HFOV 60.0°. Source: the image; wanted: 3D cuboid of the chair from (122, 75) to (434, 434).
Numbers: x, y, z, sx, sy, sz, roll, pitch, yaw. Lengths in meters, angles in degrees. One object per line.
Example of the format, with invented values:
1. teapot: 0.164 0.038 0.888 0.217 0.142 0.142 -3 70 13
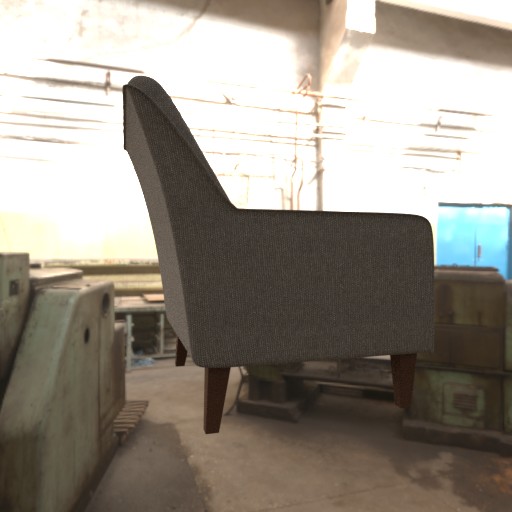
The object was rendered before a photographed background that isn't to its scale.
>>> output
1. chair: 0.000 0.000 1.570 0.899 0.919 0.780 0 1 -16
